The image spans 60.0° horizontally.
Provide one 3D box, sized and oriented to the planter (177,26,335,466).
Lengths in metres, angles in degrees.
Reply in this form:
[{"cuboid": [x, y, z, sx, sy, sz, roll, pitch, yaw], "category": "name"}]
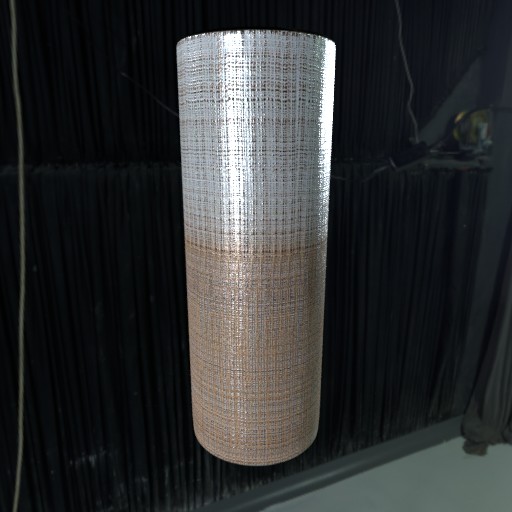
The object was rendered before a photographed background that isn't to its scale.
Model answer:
[{"cuboid": [0.000, 0.000, 0.316, 0.099, 0.278, 0.099, -8, 17, -26], "category": "planter"}]
